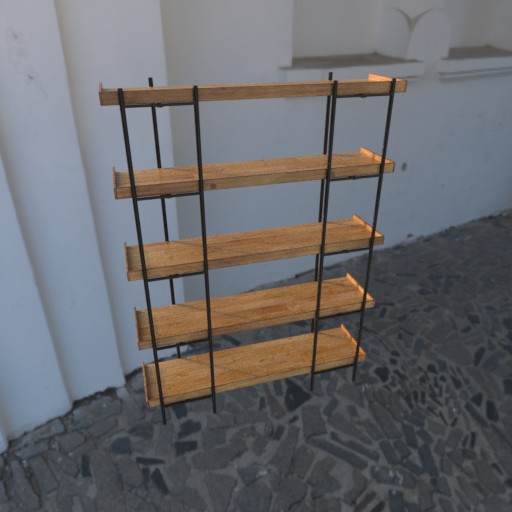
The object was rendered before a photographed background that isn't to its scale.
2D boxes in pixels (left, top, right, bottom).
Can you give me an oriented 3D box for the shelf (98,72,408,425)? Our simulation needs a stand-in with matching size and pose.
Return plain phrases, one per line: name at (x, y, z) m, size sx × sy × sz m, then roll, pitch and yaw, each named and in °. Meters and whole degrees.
shelf at (0.000, 0.000, 2.444) m, size 1.371 × 1.826 × 0.379 m, roll -8°, pitch 29°, yaw -15°
